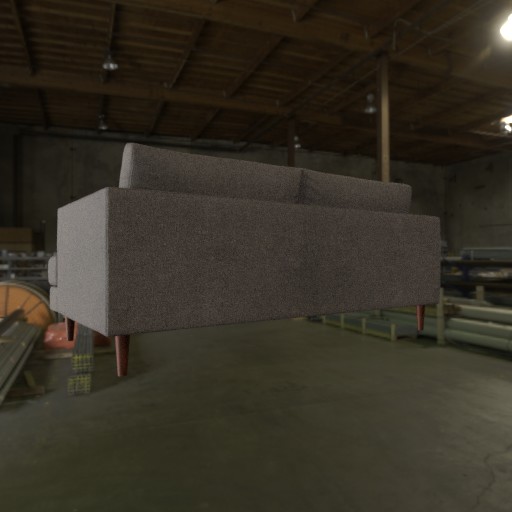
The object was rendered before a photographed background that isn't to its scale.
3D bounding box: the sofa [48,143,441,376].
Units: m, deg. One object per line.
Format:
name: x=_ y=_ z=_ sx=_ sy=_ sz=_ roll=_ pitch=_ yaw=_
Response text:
sofa: x=0.000 y=0.000 z=2.446 sx=1.948 sy=0.868 sz=1.020 roll=0 pitch=0 yaw=-35
